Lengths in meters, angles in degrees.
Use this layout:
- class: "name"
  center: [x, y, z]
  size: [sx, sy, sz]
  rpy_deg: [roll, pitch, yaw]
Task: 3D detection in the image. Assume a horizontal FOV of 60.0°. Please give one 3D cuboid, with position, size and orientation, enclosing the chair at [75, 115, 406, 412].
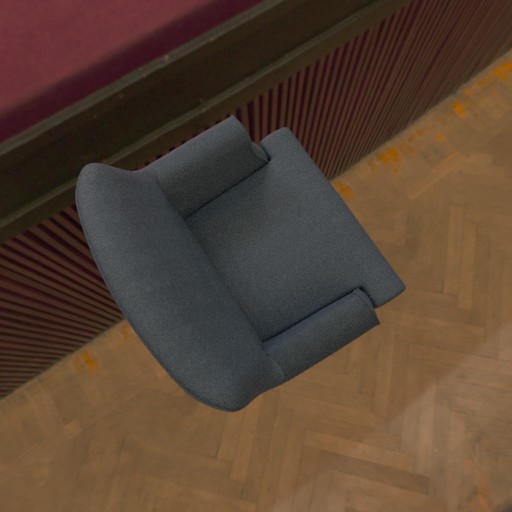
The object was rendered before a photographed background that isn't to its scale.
- class: "chair"
  center: [0.000, 0.000, 1.440]
  size: [0.754, 0.878, 0.770]
  rpy_deg: [-32, 78, -8]
